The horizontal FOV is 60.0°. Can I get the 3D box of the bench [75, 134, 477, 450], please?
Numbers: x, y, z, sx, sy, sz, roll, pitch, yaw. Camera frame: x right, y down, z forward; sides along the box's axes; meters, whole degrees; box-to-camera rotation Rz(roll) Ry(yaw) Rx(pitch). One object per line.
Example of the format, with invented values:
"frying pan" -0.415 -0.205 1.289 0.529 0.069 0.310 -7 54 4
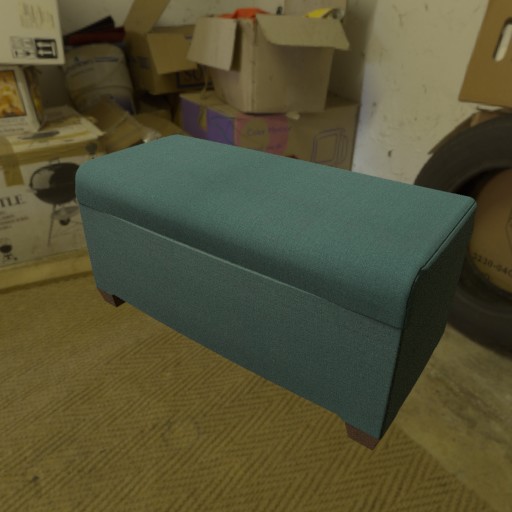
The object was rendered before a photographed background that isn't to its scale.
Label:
"bench" 0.000 0.000 1.233 0.995 0.474 0.476 20 35 31
